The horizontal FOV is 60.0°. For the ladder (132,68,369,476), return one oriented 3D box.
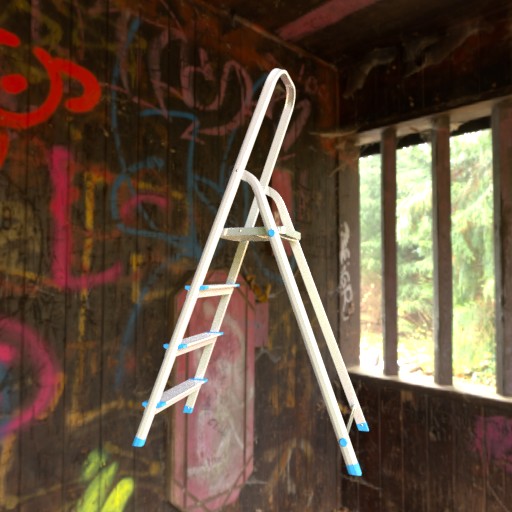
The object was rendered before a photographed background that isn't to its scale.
[{"bbox_3d":[0.000,0.000,1.781,0.842,1.434,0.445,-1,-2,17],"label":"ladder"}]
